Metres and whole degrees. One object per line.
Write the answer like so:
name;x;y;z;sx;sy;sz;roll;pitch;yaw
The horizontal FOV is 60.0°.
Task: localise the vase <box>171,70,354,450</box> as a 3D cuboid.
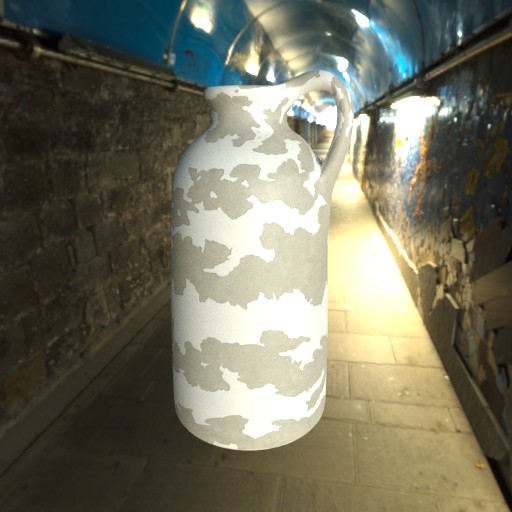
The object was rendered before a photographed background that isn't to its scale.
vase;0.000;0.000;0.498;0.203;0.382;0.186;8;18;24
